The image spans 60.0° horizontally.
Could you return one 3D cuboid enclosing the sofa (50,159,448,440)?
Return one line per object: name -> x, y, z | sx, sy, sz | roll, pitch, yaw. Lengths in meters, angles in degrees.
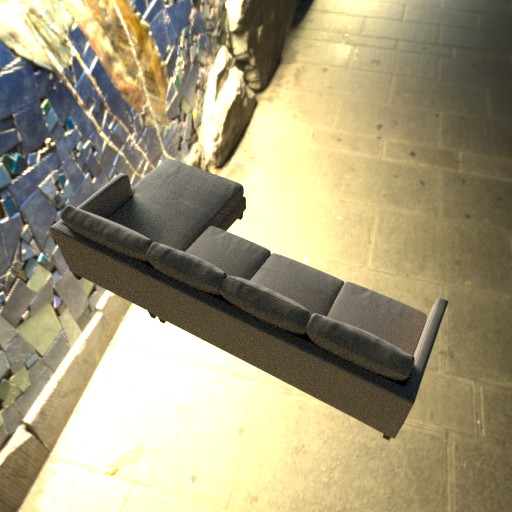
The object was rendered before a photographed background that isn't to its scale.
sofa -> 0.000, 0.000, 3.922 | 3.186, 0.846, 1.625 | 23, 51, 20
